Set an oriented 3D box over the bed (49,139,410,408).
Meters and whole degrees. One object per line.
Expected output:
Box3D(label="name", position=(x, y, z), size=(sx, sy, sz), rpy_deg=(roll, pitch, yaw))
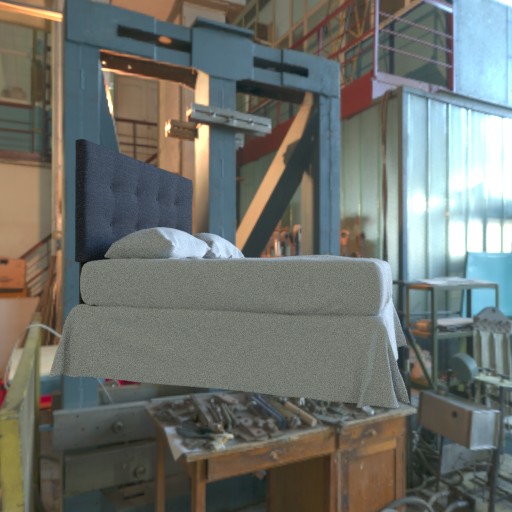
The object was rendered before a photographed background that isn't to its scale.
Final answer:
Box3D(label="bed", position=(0.000, 0.000, 3.433), size=(2.222, 1.577, 1.936), rpy_deg=(0, -1, 18))
